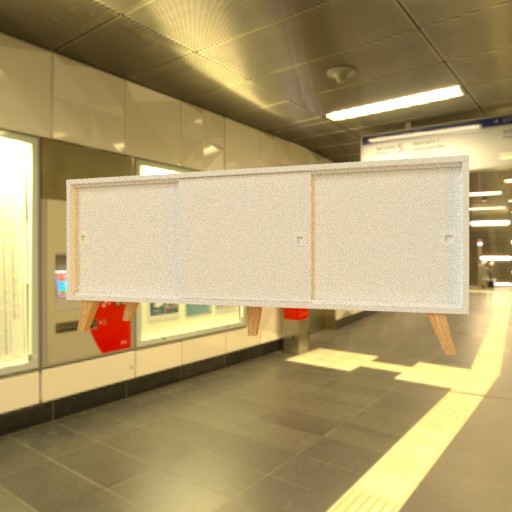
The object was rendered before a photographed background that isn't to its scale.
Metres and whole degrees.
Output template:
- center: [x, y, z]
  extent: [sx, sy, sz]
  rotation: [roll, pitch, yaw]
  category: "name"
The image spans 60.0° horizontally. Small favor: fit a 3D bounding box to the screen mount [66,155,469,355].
- center: [0.000, 0.000, 1.767]
  extent: [1.490, 0.619, 0.400]
  rotation: [0, 0, 18]
  category: "screen mount"
